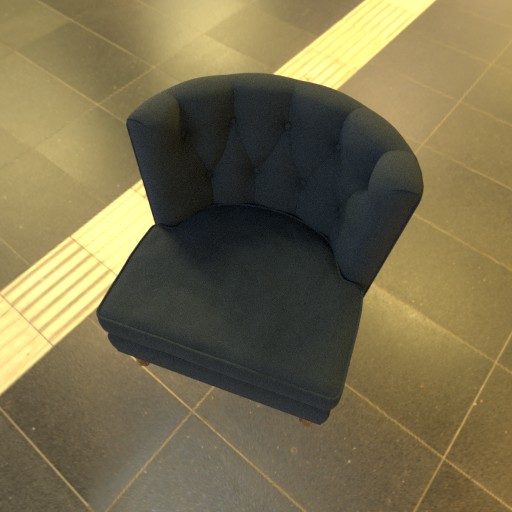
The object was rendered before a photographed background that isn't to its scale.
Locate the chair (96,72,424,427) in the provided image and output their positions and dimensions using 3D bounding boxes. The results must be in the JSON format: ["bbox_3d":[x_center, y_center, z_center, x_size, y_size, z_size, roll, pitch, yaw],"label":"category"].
[{"bbox_3d":[0.000,0.000,1.319,0.740,0.771,0.718,17,60,10],"label":"chair"}]
